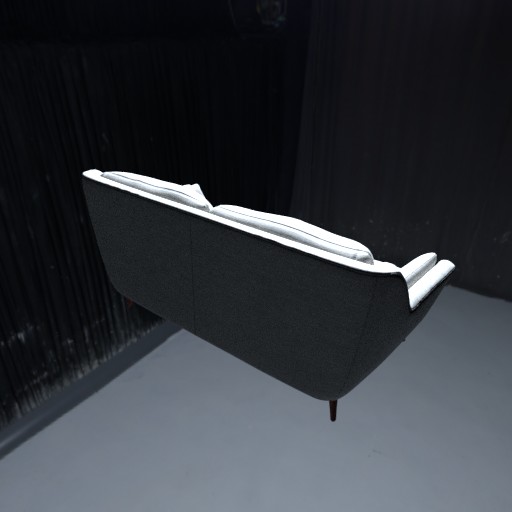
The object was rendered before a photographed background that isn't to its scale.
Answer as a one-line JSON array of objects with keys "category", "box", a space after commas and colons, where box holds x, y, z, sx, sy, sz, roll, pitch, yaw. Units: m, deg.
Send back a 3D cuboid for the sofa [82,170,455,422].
[{"category": "sofa", "box": [0.000, 0.000, 2.517, 1.930, 0.897, 0.976, 20, 35, 32]}]
